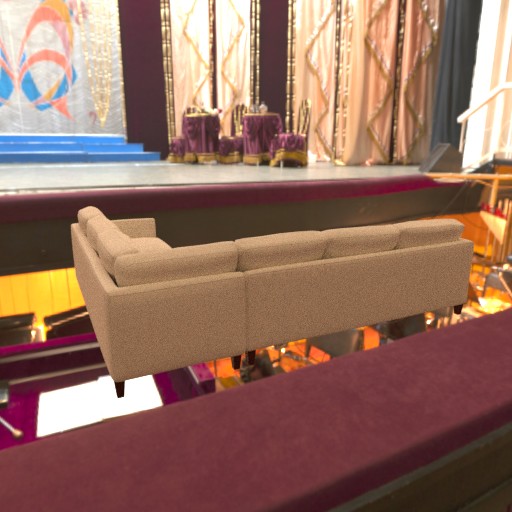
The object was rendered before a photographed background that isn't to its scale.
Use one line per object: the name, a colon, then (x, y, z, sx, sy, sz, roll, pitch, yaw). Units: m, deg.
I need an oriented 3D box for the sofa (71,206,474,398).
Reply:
sofa: (0.000, 0.000, 4.517, 3.302, 0.947, 2.593, -7, 16, -25)
